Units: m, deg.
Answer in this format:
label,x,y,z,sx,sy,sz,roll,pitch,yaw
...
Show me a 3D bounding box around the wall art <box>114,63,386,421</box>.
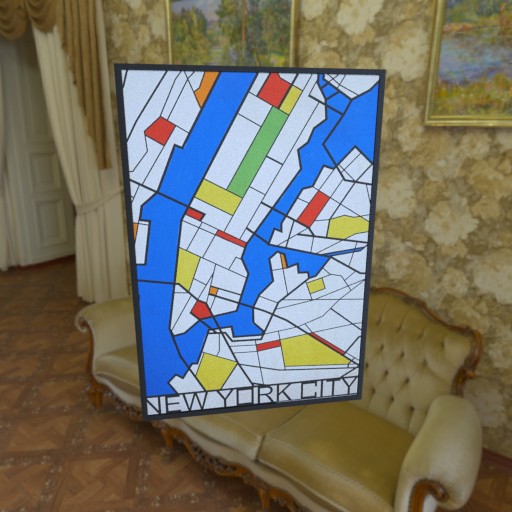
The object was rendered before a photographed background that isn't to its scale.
label,x,y,z,sx,sy,sz,roll,pitch,yaw
wall art,0.000,0.000,0.835,0.460,0.660,0.013,-3,16,-9
